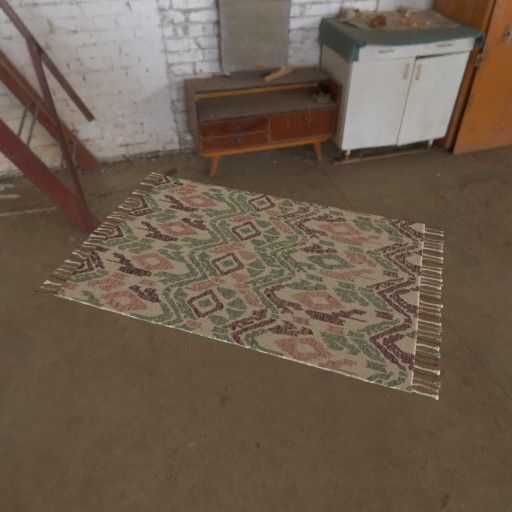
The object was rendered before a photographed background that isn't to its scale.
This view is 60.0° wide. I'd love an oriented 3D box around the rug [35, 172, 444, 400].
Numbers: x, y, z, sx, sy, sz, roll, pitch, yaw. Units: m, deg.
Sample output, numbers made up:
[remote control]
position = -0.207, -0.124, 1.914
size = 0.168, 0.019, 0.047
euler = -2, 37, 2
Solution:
[rug]
position = 0.000, 0.000, 3.029
size = 2.438, 0.011, 1.524
euler = 12, 43, 14
